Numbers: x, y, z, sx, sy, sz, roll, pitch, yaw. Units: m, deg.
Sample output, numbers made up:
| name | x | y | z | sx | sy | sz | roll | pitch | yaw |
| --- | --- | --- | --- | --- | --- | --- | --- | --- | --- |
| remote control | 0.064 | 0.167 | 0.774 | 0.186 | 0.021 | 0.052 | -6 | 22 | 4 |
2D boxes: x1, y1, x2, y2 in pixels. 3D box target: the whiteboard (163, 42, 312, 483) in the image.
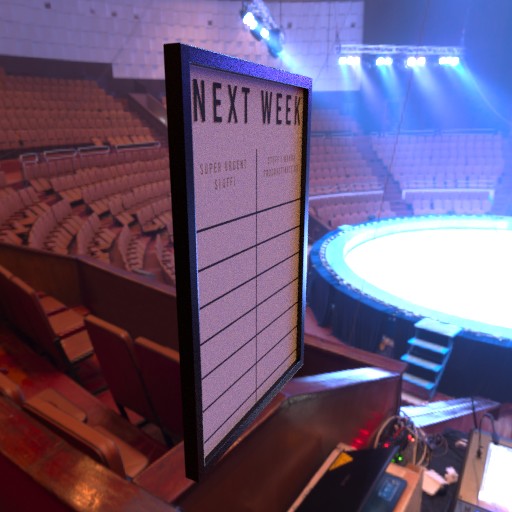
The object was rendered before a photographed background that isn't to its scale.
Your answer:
| name | x | y | z | sx | sy | sz | roll | pitch | yaw |
| --- | --- | --- | --- | --- | --- | --- | --- | --- | --- |
| whiteboard | 0.000 | 0.000 | 0.764 | 0.026 | 0.611 | 0.406 | 8 | 18 | 27 |
